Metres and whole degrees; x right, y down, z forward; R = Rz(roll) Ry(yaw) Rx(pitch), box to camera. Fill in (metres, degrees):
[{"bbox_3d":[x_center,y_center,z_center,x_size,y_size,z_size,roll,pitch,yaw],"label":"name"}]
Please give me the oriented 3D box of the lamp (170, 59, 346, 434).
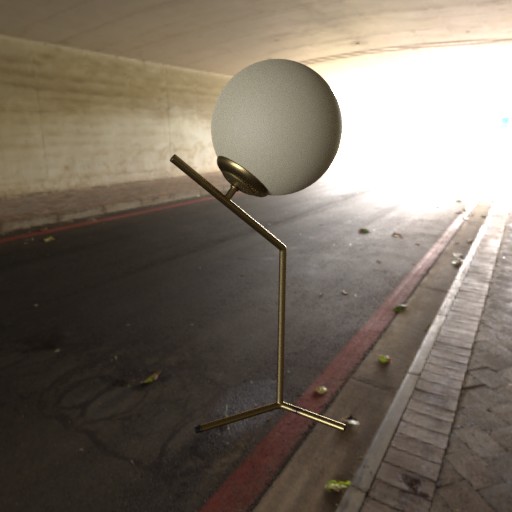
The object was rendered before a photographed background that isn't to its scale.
[{"bbox_3d":[0.000,0.000,0.669,0.251,0.552,0.210,-8,17,-26],"label":"lamp"}]
